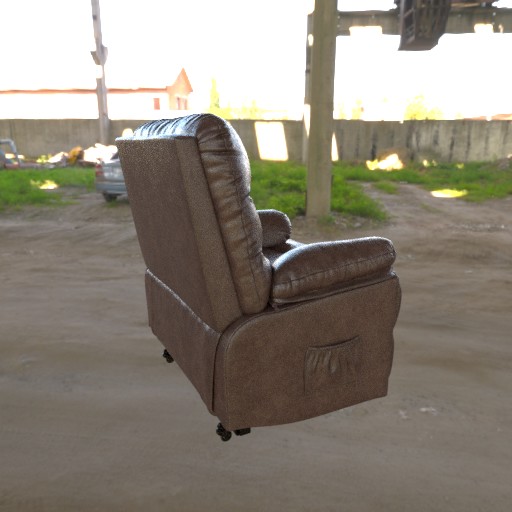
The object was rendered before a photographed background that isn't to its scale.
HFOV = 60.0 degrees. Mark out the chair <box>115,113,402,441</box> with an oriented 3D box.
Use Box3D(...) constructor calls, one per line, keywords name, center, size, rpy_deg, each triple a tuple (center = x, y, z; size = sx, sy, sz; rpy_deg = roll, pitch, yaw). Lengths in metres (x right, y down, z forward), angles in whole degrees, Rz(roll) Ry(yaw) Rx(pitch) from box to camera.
Box3D(name="chair", center=(0.000, 0.000, 1.753), size=(0.879, 1.041, 0.940), rpy_deg=(-7, 16, -27))
